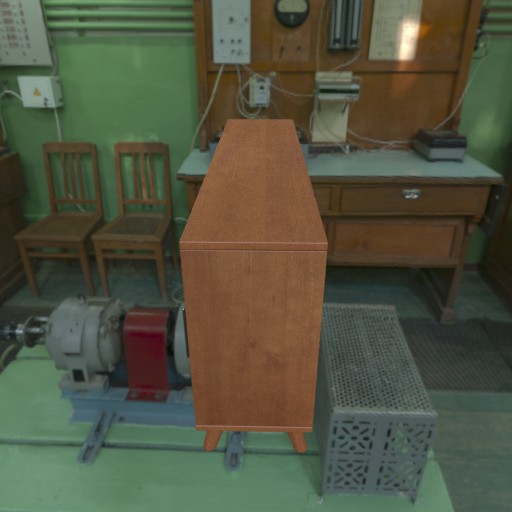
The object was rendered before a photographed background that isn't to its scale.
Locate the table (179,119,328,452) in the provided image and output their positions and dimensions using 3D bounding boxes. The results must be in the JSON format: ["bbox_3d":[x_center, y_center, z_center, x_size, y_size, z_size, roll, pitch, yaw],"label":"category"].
[{"bbox_3d":[0.000,0.000,1.536,0.308,0.698,1.220,1,28,1],"label":"table"}]
